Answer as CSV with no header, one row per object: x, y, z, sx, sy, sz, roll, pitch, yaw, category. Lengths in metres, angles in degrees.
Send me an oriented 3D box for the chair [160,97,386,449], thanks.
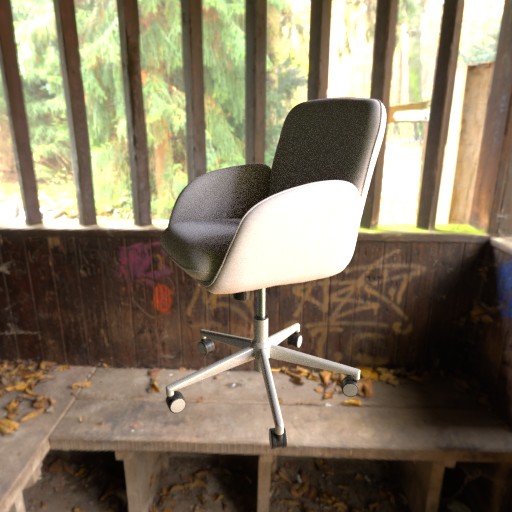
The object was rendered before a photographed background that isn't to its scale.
0.000,0.000,1.408,0.633,0.959,0.648,-9,20,-25,chair
